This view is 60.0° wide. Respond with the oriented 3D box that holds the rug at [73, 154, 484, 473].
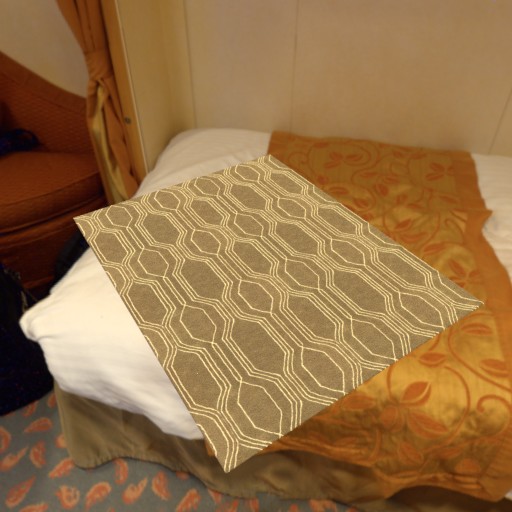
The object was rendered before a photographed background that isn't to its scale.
[{"bbox_3d":[0.000,0.000,4.083,2.457,0.012,3.062,-23,46,-25],"label":"rug"}]
